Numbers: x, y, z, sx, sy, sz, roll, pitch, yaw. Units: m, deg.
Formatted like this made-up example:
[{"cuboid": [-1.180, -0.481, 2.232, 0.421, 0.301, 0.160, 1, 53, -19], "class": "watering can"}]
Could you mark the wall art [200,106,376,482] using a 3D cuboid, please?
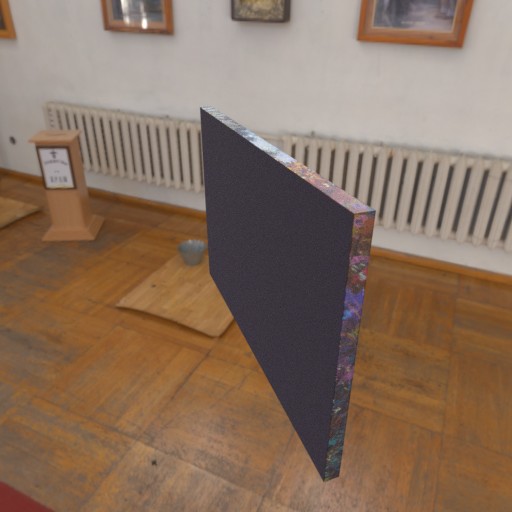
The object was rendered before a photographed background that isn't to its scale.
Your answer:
[{"cuboid": [0.000, 0.000, 1.160, 0.037, 0.604, 0.908, -10, 30, -18], "class": "wall art"}]
